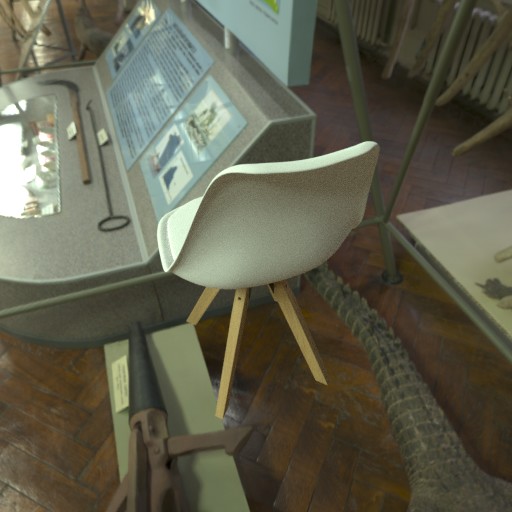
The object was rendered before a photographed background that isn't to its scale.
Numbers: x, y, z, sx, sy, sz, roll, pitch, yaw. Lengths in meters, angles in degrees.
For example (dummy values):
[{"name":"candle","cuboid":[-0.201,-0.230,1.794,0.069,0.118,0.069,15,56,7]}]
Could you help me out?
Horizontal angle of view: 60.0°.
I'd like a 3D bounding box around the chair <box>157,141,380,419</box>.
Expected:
[{"name":"chair","cuboid":[0.000,0.000,1.164,0.485,0.849,0.550,-13,43,-15]}]
